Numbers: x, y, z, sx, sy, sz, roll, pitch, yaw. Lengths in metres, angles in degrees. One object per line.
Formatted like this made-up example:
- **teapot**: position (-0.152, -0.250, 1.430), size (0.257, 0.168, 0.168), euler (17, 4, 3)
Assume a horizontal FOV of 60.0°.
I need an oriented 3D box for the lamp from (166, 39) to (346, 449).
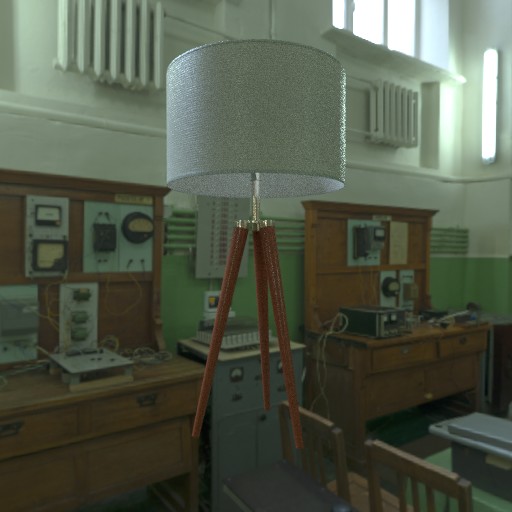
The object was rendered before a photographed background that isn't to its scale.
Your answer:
- **lamp**: position (0.000, 0.000, 0.900), size (0.355, 0.709, 0.354), euler (-1, 1, -36)
